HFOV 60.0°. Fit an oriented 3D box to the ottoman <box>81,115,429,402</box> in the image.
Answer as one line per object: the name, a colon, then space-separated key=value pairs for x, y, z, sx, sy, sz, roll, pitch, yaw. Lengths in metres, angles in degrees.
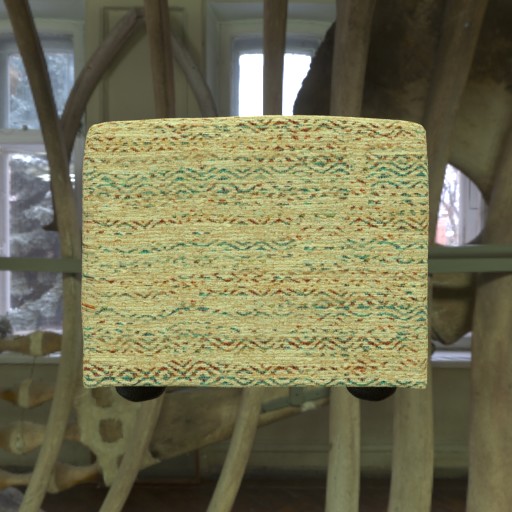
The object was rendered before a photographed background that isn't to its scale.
ottoman: x=0.000 y=0.000 z=0.892 sx=0.512 sy=0.453 sz=0.521 roll=0 pitch=1 yaw=0
